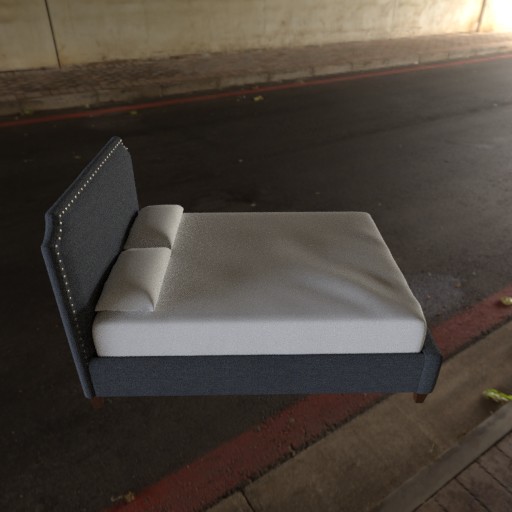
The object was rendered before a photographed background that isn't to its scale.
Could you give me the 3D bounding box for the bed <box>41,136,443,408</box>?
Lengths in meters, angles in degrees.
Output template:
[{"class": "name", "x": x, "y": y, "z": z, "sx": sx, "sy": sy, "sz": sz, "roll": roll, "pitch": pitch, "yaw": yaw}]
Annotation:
[{"class": "bed", "x": 0.000, "y": 0.000, "z": 3.387, "sx": 2.372, "sy": 1.443, "sz": 1.713, "roll": -1, "pitch": 32, "yaw": -1}]
